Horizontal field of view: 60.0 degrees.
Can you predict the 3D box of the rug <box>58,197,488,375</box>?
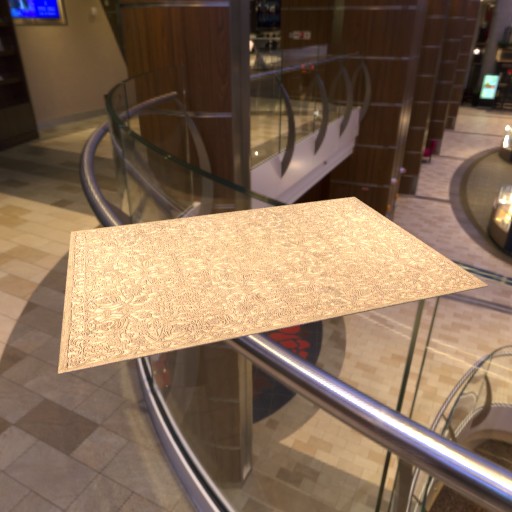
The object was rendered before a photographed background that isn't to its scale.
[{"bbox_3d":[0.000,0.000,2.279,1.827,0.006,1.221,-9,29,-16],"label":"rug"}]
